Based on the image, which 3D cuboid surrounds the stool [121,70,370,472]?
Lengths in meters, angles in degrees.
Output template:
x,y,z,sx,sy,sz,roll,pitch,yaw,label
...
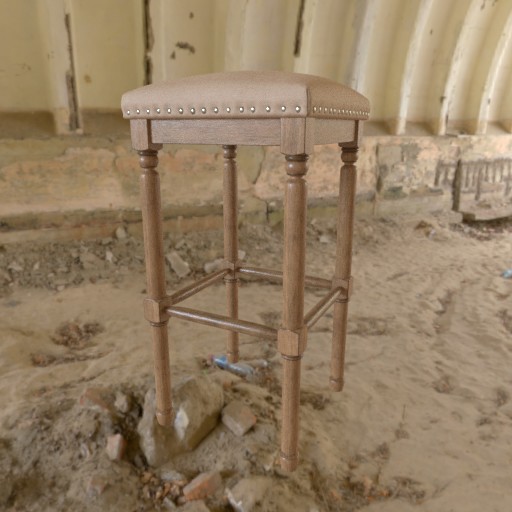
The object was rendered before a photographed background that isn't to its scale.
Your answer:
x,y,z,sx,sy,sz,roll,pitch,yaw,label
0.000,0.000,0.998,0.382,0.768,0.383,8,18,26,stool
